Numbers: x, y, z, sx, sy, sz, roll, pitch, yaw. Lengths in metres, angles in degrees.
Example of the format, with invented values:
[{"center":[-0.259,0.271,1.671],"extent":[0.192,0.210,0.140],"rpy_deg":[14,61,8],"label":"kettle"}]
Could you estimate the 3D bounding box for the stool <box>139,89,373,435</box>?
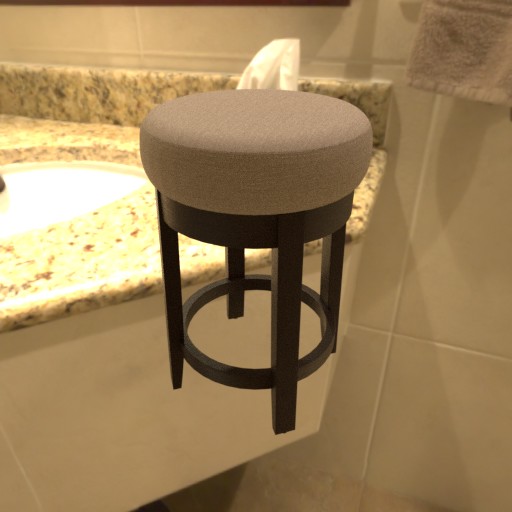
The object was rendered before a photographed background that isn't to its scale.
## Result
[{"center":[0.000,0.000,0.998],"extent":[0.443,0.672,0.443],"rpy_deg":[0,31,0],"label":"stool"}]
